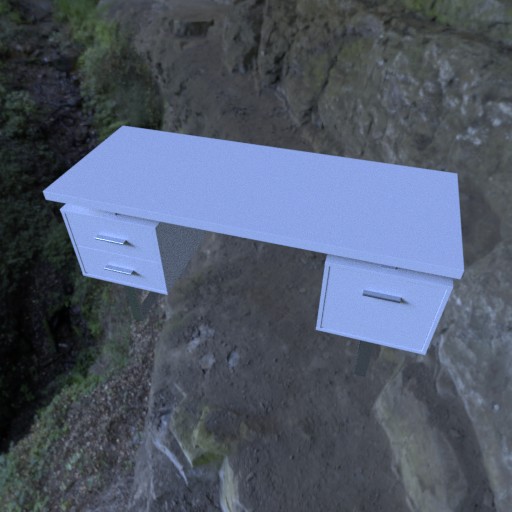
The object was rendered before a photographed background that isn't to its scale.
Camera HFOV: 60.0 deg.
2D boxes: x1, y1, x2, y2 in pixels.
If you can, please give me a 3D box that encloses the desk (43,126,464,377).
[{"bbox_3d":[0.000,0.000,2.002,1.530,0.773,0.603,11,42,13],"label":"desk"}]
